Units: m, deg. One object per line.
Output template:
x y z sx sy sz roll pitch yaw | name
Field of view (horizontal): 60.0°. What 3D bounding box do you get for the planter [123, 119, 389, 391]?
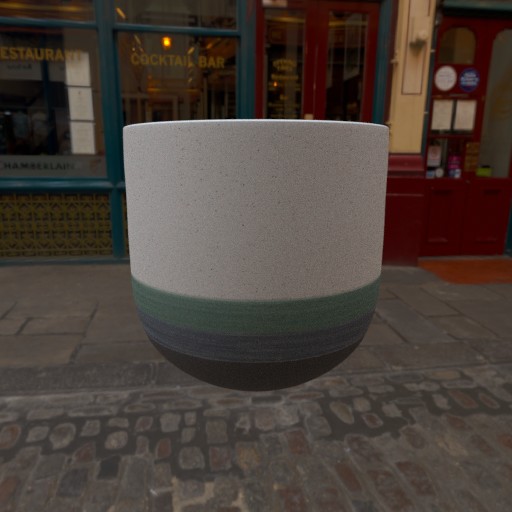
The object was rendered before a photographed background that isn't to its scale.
0.000 0.000 0.491 0.268 0.270 0.268 0 13 0 | planter
